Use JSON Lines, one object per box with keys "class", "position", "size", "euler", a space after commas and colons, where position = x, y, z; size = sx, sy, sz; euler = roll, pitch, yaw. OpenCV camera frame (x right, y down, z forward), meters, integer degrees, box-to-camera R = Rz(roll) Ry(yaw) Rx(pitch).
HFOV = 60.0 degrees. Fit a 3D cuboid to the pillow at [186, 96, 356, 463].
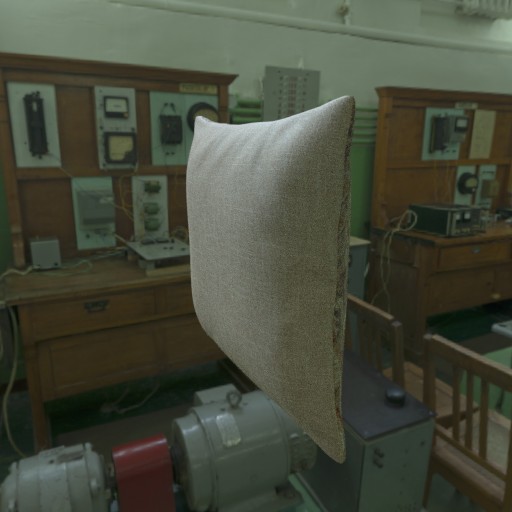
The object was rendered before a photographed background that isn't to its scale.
{"class": "pillow", "position": [0.000, 0.000, 0.798], "size": [0.166, 0.506, 0.523], "euler": [-7, 16, -27]}
